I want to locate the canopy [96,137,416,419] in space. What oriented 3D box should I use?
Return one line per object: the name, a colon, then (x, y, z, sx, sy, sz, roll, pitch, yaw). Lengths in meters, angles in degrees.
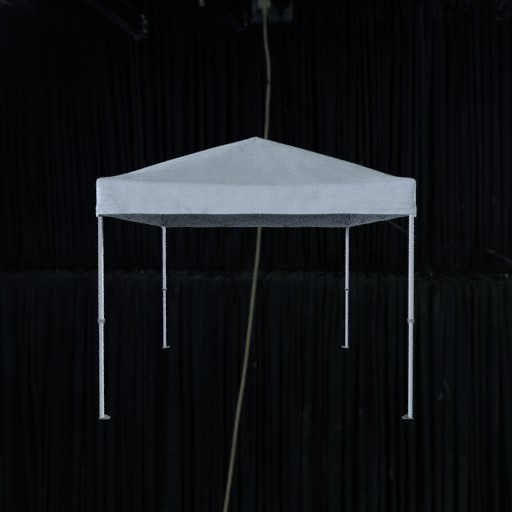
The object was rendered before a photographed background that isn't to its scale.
canopy: (0.000, 0.000, 5.622, 2.998, 2.997, 2.996, 0, 1, 0)
